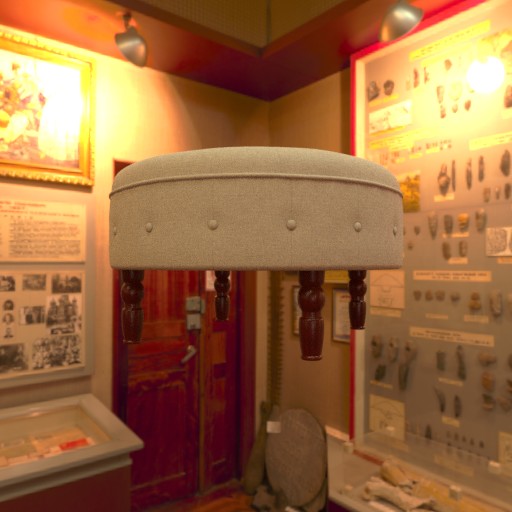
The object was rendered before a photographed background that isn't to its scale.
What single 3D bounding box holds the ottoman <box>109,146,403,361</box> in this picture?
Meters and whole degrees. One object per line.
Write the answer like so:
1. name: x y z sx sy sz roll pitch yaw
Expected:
1. ottoman: 0.000 0.000 1.343 0.849 0.478 0.849 0 -1 0
